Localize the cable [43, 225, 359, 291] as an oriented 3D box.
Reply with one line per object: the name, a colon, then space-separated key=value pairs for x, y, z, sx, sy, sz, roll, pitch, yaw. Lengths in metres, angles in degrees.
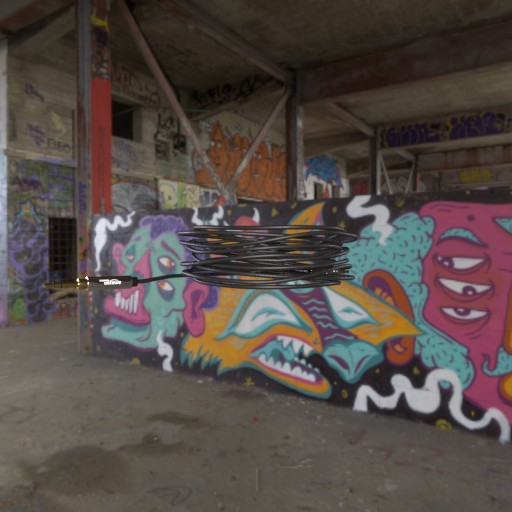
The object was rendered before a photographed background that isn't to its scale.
cable: x=0.000 y=0.000 z=0.506 sx=0.432 sy=0.069 sz=0.198 roll=-1 pitch=1 yaw=-37
